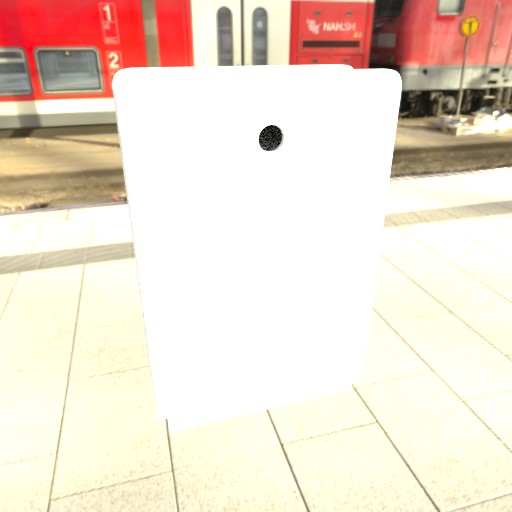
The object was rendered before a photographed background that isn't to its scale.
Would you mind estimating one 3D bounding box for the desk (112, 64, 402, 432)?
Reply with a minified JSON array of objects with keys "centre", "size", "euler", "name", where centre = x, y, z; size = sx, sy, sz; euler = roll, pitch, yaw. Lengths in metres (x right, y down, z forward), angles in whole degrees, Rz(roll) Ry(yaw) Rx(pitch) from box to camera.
[{"centre":[0.000,0.000,1.525],"size":[0.795,1.190,0.278],"euler":[-8,27,-16],"name":"desk"}]
